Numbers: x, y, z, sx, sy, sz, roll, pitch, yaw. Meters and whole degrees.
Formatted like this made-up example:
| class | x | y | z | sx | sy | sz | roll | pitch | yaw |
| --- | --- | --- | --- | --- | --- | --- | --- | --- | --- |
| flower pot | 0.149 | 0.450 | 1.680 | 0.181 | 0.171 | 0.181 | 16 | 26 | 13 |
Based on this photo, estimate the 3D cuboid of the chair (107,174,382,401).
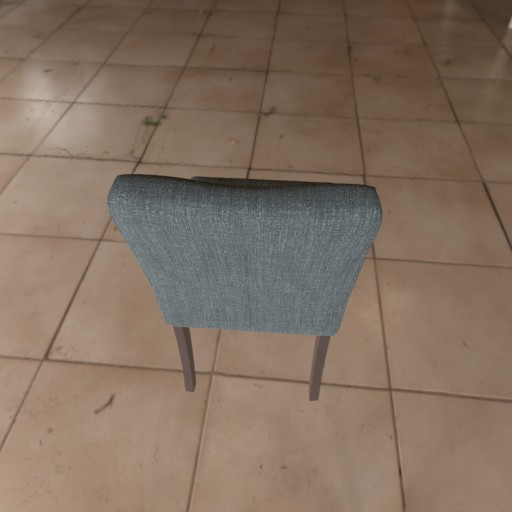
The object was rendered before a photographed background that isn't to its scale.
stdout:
| class | x | y | z | sx | sy | sz | roll | pitch | yaw |
| --- | --- | --- | --- | --- | --- | --- | --- | --- | --- |
| chair | 0.000 | 0.000 | 1.207 | 0.487 | 0.884 | 0.629 | 3 | 47 | 3 |
